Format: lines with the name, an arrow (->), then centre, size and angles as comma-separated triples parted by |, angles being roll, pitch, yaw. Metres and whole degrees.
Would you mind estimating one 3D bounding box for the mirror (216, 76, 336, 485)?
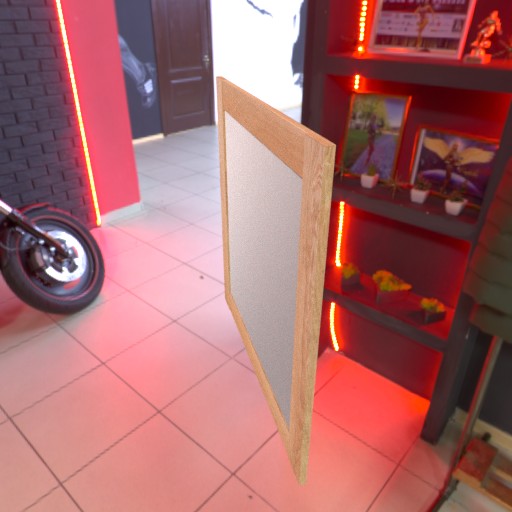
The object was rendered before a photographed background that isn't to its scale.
mirror -> 0.000, 0.000, 1.181 | 0.020, 0.800, 0.800 | -8, 30, -14
